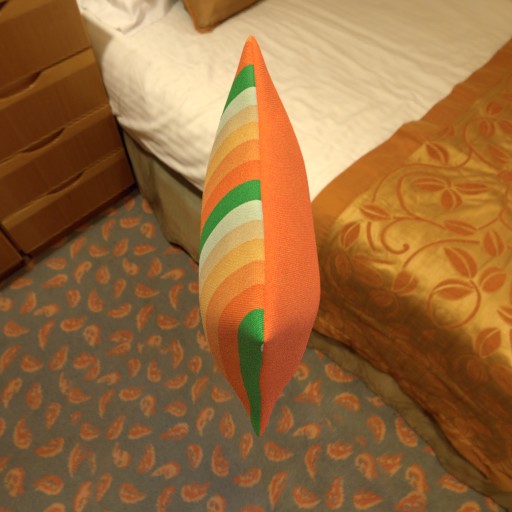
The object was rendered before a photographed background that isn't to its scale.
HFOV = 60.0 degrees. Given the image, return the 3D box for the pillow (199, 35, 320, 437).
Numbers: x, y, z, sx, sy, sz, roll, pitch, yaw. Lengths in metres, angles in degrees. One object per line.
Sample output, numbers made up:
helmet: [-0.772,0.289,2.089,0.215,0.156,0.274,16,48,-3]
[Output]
pillow: [0.000,0.000,0.682,0.169,0.444,0.453,-1,58,-1]
